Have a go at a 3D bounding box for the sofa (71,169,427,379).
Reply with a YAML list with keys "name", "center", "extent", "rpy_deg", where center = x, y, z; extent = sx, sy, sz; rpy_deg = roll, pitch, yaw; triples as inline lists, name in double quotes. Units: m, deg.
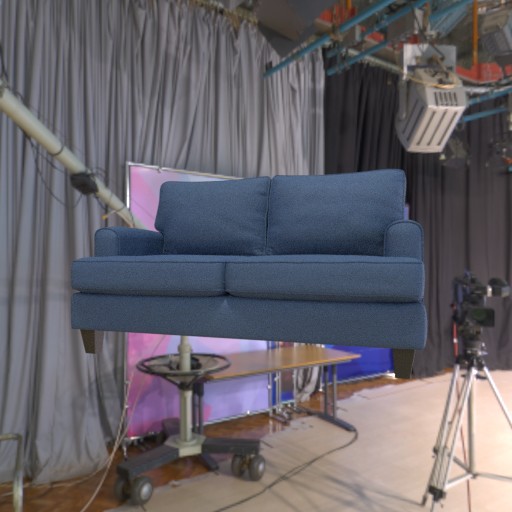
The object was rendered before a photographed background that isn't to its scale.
- name: "sofa"
  center: [0.000, 0.000, 2.343]
  extent: [1.651, 0.965, 0.965]
  rpy_deg: [0, 0, 18]
